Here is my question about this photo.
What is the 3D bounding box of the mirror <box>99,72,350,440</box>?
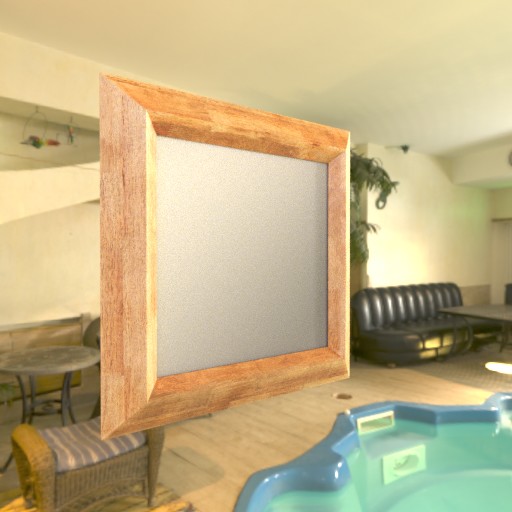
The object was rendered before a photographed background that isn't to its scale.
[{"bbox_3d":[0.000,0.000,0.958,0.651,0.651,0.047,-1,1,-37],"label":"mirror"}]
